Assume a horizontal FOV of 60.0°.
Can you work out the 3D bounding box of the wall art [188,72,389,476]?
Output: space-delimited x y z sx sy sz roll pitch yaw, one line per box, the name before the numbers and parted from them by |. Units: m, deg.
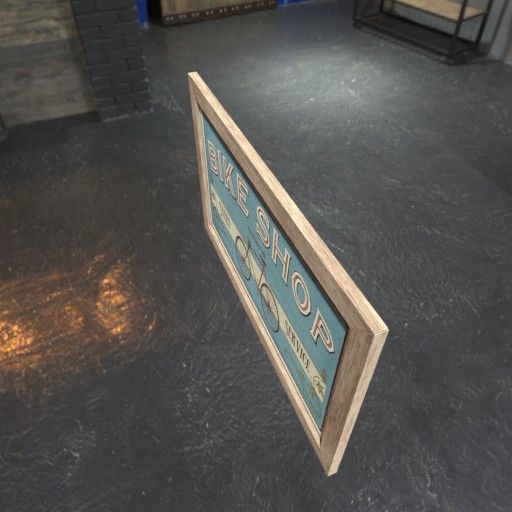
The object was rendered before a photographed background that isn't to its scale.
wall art | 0.000 0.000 0.944 0.021 0.480 0.780 -16 48 -15
